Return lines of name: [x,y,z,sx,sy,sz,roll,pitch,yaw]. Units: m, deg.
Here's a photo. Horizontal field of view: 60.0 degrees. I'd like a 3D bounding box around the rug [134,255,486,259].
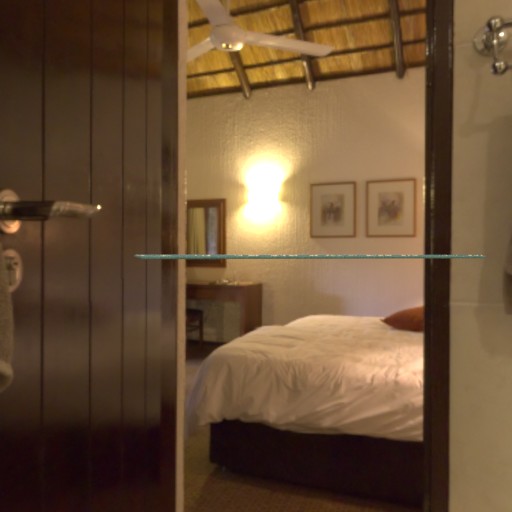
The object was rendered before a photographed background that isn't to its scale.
rug: [0.000,0.000,2.318,1.211,0.012,1.833,0,0,-16]
